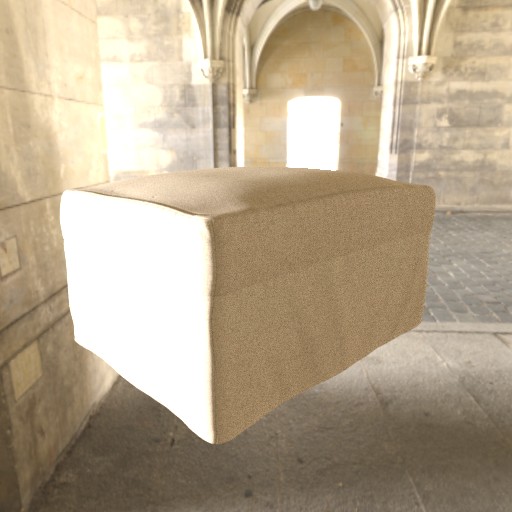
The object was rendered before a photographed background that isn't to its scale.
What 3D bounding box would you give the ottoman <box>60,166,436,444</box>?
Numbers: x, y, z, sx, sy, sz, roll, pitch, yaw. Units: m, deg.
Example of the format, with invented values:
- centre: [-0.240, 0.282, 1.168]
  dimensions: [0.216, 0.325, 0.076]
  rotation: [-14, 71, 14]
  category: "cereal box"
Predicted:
- centre: [0.000, 0.000, 1.245]
  dimensions: [0.833, 0.485, 0.650]
  rotation: [-14, 20, -42]
  category: "ottoman"
